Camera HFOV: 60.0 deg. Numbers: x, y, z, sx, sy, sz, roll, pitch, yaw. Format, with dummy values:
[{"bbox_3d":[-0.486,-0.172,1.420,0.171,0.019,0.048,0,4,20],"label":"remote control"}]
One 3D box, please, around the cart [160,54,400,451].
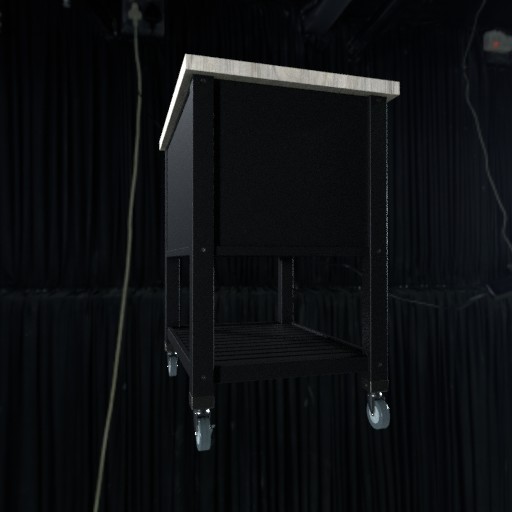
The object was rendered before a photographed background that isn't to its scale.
[{"bbox_3d":[0.000,0.000,1.465,0.567,0.920,0.797,0,-1,-16],"label":"cart"}]
